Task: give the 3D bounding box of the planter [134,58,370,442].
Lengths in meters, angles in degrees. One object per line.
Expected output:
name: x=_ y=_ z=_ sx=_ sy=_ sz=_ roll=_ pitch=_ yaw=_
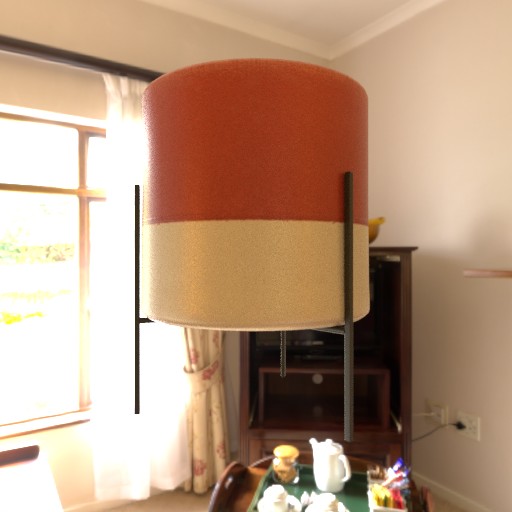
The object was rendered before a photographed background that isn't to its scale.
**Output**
planter: x=0.000 y=0.000 z=0.693 sx=0.345 sy=0.465 sz=0.354 roll=0 pitch=0 yaw=18
